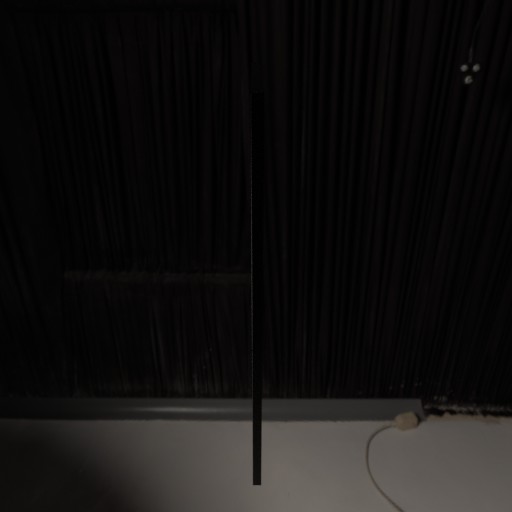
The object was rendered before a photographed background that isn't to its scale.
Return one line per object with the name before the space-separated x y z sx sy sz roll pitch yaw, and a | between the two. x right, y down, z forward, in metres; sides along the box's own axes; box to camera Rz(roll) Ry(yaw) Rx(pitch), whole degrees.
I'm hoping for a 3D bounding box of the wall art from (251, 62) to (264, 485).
wall art | 0.000 0.000 0.760 0.013 0.582 0.442 0 27 0
